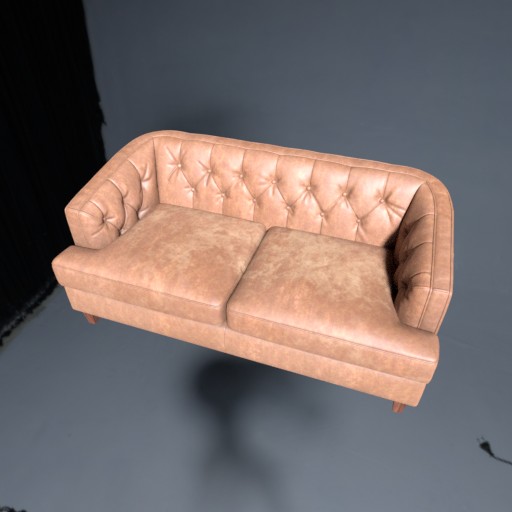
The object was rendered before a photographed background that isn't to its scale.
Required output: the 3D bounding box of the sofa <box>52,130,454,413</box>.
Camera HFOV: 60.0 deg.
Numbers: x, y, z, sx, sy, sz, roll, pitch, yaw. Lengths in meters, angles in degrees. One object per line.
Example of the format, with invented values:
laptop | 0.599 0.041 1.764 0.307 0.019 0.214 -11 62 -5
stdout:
sofa | 0.000 0.000 2.232 1.755 0.786 0.914 13 42 15
